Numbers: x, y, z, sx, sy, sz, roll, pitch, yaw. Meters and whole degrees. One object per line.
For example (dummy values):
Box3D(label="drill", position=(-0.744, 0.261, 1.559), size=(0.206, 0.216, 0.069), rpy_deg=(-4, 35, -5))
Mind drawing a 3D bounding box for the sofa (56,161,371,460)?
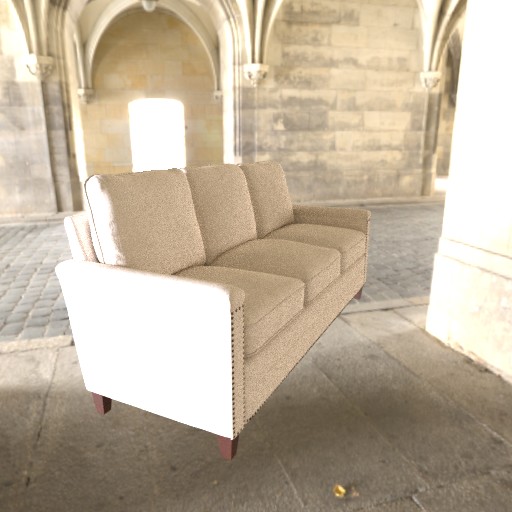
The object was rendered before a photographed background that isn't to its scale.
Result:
Box3D(label="sofa", position=(0.000, 0.000, 2.385), size=(0.828, 0.961, 1.925), rpy_deg=(7, 16, 26))
